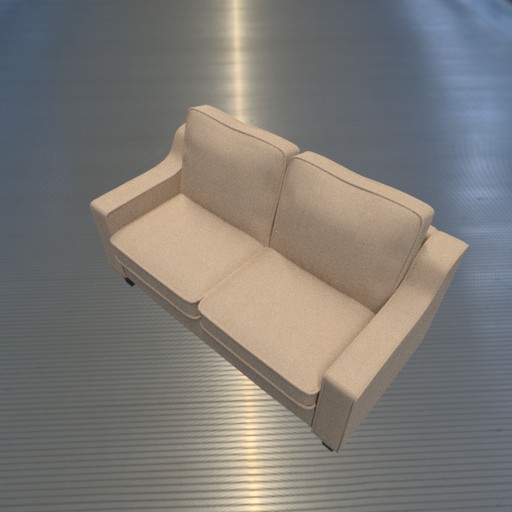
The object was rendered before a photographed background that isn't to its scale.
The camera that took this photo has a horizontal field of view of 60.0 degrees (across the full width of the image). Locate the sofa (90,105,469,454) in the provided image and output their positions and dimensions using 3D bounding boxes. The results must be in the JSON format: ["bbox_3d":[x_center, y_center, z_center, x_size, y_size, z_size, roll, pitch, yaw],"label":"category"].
[{"bbox_3d":[0.000,0.000,3.493,2.587,1.562,1.351,32,53,28],"label":"sofa"}]
